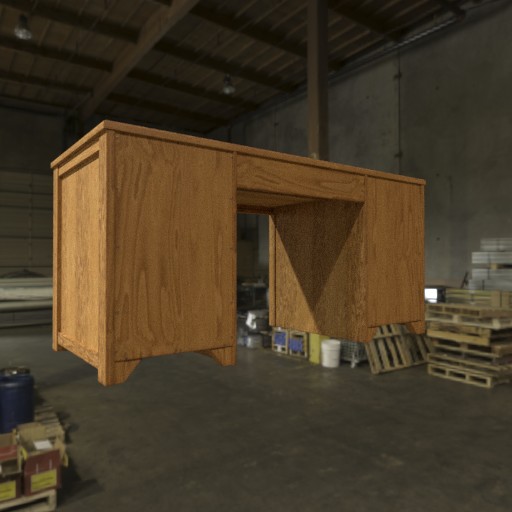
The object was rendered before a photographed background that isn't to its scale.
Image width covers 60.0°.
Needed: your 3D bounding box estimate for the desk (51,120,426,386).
[{"bbox_3d":[0.000,0.000,1.981,1.567,0.751,0.685,1,-1,-36],"label":"desk"}]
